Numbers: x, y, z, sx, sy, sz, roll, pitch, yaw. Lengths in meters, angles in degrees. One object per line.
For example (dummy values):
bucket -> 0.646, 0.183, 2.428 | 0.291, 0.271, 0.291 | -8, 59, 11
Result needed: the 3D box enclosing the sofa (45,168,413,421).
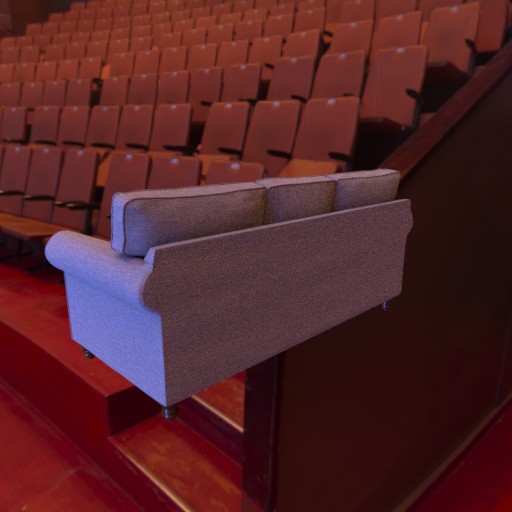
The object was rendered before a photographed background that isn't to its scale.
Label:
sofa -> 0.000, 0.000, 2.607 | 2.084, 0.961, 0.916 | -14, 20, -43
